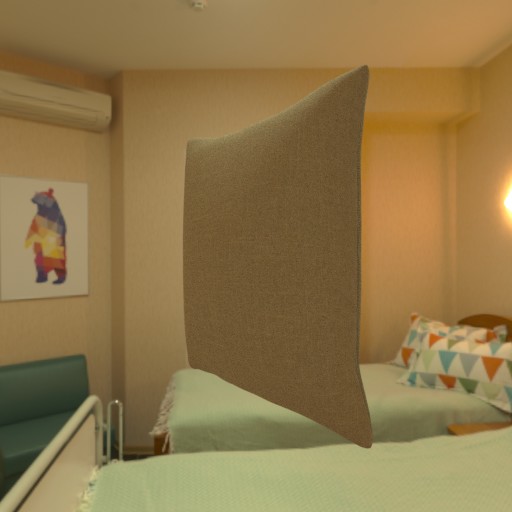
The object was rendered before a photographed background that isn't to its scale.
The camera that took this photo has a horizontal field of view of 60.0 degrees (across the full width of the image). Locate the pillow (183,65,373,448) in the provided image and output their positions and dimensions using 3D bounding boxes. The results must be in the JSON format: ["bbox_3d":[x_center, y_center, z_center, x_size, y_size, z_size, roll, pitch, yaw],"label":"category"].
[{"bbox_3d":[0.000,0.000,0.785,0.178,0.506,0.512,-1,1,-36],"label":"pillow"}]
